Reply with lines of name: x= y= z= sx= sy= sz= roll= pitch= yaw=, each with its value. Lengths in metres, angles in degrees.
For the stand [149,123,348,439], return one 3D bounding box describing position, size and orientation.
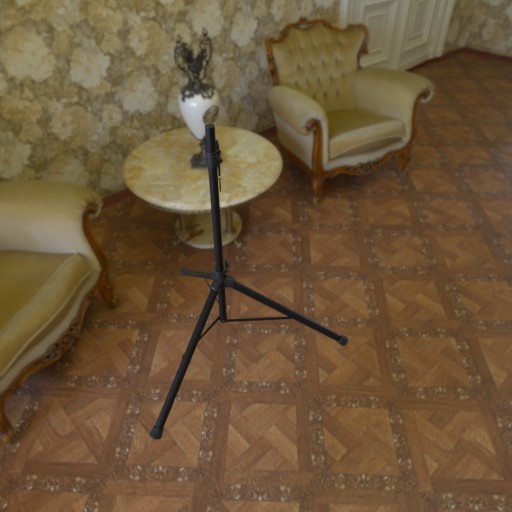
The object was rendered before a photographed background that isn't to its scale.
stand: x=0.000 y=0.000 z=1.843 sx=0.907 sy=1.136 sz=1.045 roll=1 pitch=40 yaw=1
